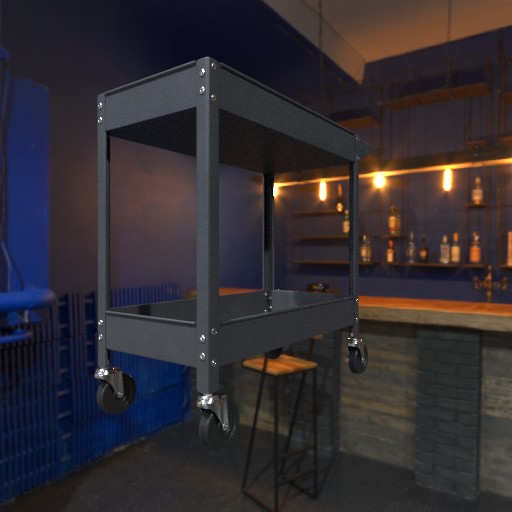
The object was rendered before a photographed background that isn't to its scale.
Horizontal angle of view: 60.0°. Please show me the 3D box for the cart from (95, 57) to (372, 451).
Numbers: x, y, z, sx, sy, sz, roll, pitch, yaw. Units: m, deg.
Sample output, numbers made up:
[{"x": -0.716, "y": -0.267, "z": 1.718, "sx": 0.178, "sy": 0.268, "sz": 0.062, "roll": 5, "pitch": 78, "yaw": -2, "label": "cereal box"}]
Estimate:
[{"x": 0.000, "y": 0.000, "z": 1.199, "sx": 0.366, "sy": 0.719, "sz": 0.779, "roll": 0, "pitch": 1, "yaw": 36, "label": "cart"}]
